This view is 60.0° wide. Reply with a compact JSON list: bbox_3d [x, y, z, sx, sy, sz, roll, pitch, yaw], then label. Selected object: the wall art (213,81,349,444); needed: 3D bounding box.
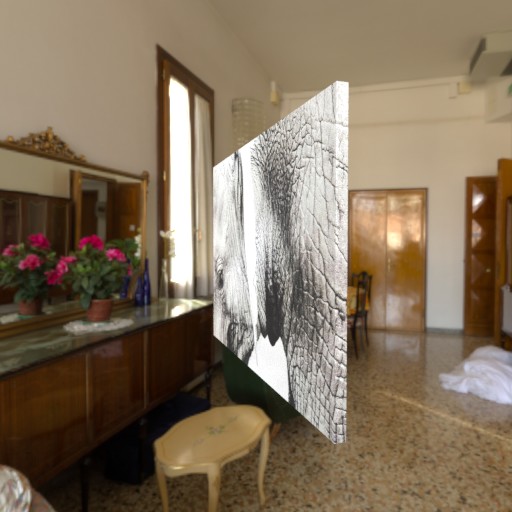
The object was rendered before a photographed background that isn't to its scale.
[{"bbox_3d":[0.000,0.000,1.176,0.023,0.607,0.914,-1,2,-18],"label":"wall art"}]
